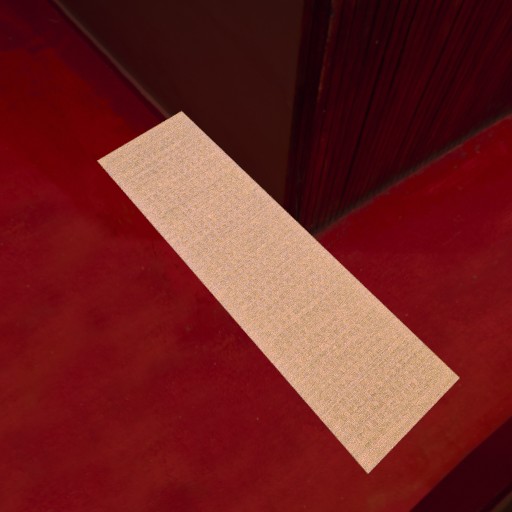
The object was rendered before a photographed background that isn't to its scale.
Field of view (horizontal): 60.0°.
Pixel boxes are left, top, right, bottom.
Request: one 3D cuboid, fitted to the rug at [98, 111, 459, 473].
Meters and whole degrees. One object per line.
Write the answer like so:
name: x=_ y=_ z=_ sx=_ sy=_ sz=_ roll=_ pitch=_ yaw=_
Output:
rug: x=0.000 y=0.000 z=2.612 sx=0.686 sy=0.006 sz=2.437 roll=-37 pitch=69 yaw=-17
